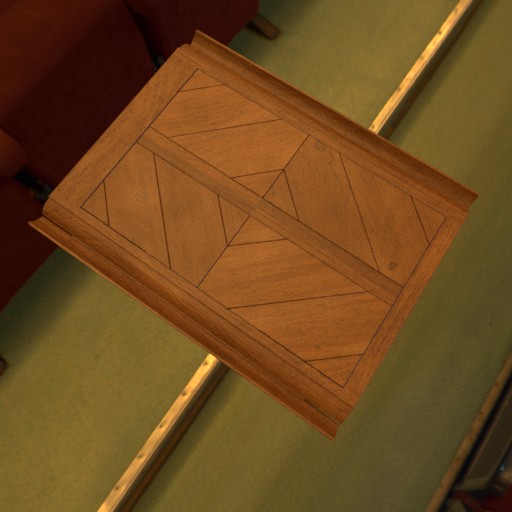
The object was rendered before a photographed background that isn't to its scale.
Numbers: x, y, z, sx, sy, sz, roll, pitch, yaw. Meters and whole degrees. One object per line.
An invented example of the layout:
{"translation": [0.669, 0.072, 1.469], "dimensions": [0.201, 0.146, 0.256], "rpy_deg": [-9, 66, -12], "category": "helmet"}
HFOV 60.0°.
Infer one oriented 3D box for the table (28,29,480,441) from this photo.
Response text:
{"translation": [0.000, 0.000, 1.289], "dimensions": [0.746, 0.763, 0.591], "rpy_deg": [33, 77, 9], "category": "table"}
